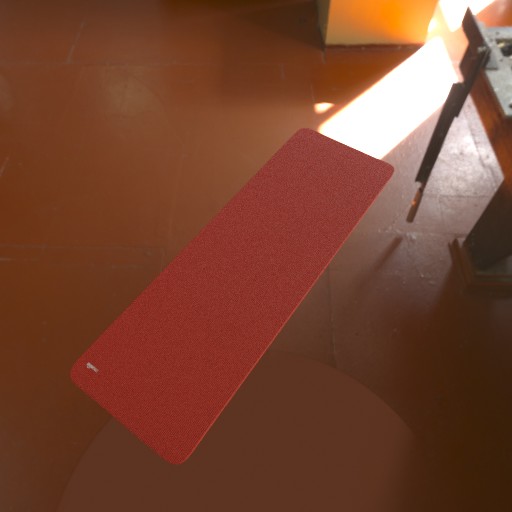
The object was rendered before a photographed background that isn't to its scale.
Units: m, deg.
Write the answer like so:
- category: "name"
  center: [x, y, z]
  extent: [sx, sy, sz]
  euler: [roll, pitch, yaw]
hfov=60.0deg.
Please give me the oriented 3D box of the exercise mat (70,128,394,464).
- category: "exercise mat"
  center: [0.000, 0.000, 2.137]
  extent: [0.616, 0.021, 1.869]
  euler: [30, 61, 19]
